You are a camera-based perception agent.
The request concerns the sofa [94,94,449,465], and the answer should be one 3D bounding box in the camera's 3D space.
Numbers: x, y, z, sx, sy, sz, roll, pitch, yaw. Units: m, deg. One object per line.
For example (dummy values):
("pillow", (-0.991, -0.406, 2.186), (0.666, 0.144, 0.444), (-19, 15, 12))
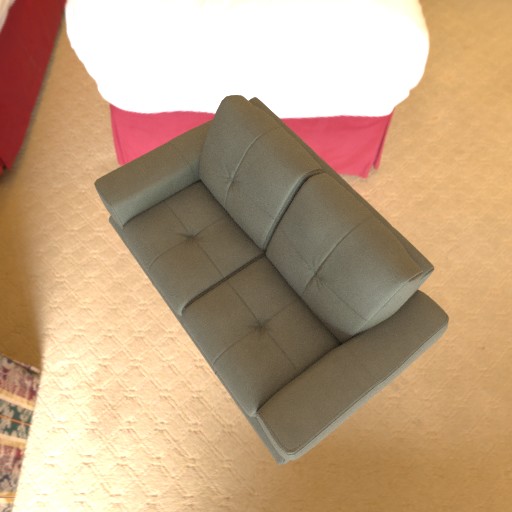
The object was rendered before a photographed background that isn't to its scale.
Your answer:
("sofa", (0.000, 0.000, 2.359), (1.018, 0.907, 1.806), (-33, 67, -16))
